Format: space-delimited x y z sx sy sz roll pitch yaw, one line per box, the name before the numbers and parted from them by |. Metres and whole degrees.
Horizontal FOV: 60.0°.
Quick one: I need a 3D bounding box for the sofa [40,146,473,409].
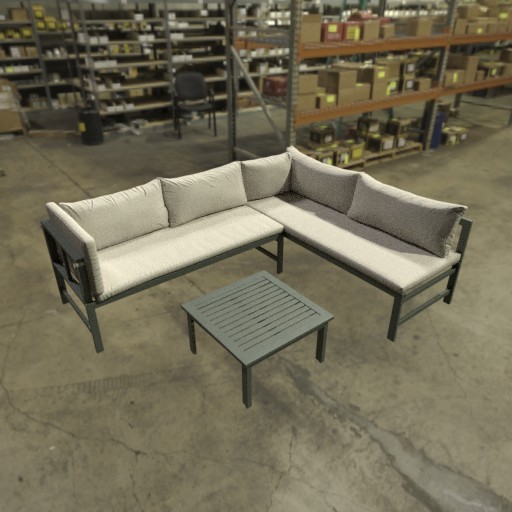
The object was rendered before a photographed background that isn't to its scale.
sofa | 0.000 0.000 2.845 2.096 0.758 1.658 -22 36 -32
